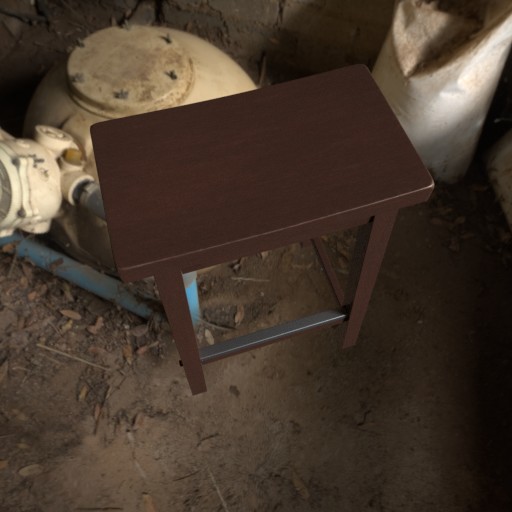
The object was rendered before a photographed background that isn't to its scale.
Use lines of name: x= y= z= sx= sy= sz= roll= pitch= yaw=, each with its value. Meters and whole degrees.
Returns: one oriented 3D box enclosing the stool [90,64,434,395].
stool: x=0.000 y=0.000 z=0.851 sx=0.406 sy=0.610 sz=0.322 roll=-15 pitch=65 yaw=-7
